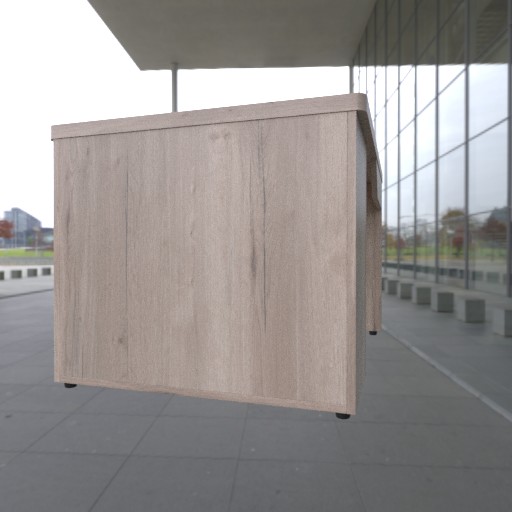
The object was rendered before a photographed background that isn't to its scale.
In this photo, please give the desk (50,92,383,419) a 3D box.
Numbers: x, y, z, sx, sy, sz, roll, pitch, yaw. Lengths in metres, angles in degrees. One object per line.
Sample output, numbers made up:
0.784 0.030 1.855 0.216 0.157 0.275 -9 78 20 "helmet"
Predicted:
0.000 0.000 1.702 0.900 0.760 1.169 0 1 18 "desk"
